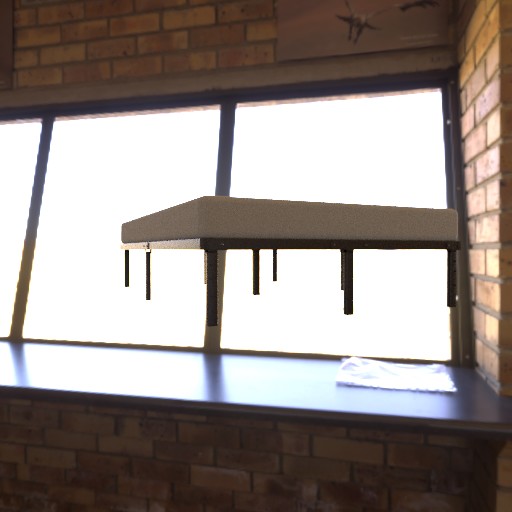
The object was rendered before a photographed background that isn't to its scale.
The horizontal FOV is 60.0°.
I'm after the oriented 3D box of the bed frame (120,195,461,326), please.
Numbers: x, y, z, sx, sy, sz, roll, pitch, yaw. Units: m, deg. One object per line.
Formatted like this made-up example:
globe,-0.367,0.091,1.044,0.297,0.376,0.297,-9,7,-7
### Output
bed frame,0.000,0.000,3.844,2.205,0.680,2.842,0,1,-18
